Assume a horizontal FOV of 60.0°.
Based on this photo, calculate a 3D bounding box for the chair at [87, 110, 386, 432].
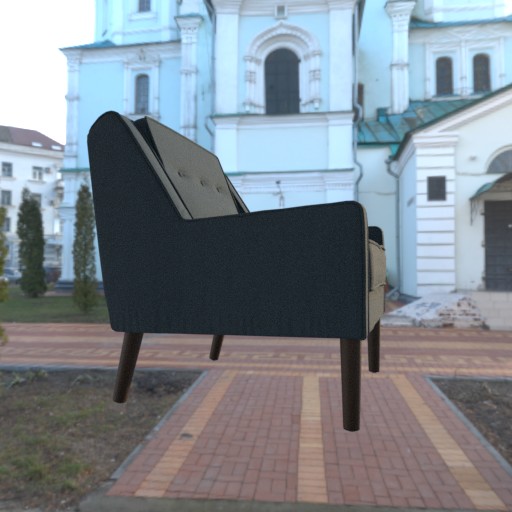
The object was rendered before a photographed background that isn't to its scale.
[{"bbox_3d":[0.000,0.000,1.343,0.733,0.780,0.663,-1,-2,20],"label":"chair"}]
